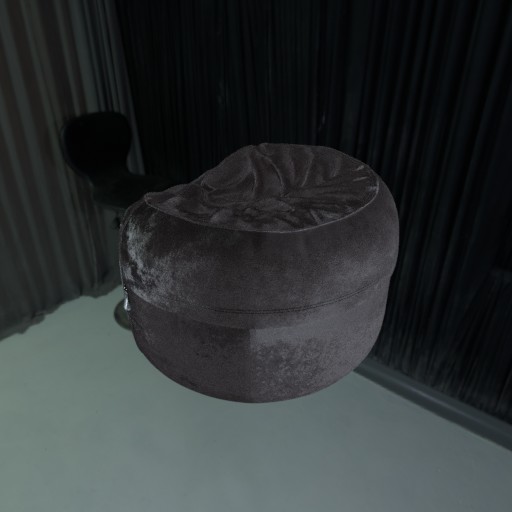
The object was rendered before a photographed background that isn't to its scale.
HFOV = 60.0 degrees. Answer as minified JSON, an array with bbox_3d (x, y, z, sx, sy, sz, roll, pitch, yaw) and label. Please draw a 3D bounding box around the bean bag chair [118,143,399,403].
[{"bbox_3d":[0.000,0.000,1.533,0.918,0.605,0.918,0,30,0],"label":"bean bag chair"}]
